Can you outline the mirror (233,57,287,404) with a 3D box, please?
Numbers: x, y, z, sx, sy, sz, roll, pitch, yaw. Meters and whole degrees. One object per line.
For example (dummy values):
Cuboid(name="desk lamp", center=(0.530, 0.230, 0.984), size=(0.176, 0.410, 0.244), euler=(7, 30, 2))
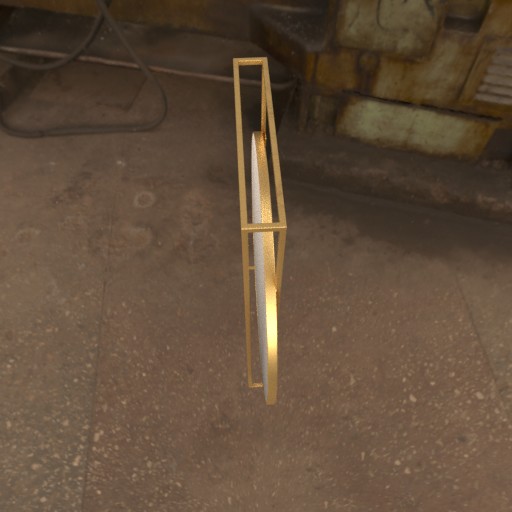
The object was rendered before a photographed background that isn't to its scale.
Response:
Cuboid(name="mirror", center=(0.000, 0.000, 0.828), size=(0.051, 0.603, 0.508), euler=(-3, 57, -2))
